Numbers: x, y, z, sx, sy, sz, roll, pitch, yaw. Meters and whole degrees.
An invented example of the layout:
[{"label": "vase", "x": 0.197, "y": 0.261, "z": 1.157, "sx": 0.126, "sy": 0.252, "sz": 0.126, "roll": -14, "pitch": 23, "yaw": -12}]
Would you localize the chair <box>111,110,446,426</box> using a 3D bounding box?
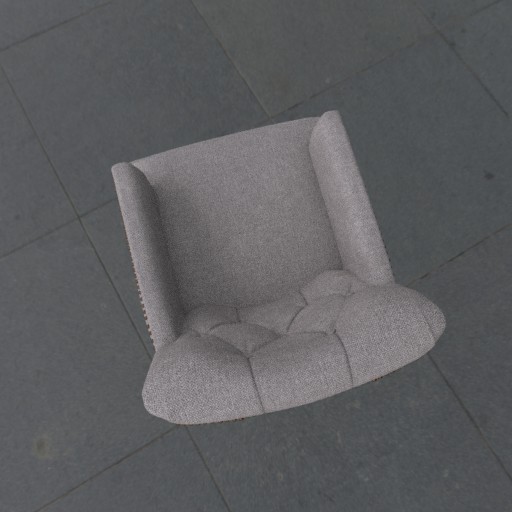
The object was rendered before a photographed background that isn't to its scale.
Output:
[{"label": "chair", "x": 0.000, "y": 0.000, "z": 1.453, "sx": 0.737, "sy": 0.823, "sz": 0.902, "roll": -15, "pitch": 76, "yaw": -4}]
